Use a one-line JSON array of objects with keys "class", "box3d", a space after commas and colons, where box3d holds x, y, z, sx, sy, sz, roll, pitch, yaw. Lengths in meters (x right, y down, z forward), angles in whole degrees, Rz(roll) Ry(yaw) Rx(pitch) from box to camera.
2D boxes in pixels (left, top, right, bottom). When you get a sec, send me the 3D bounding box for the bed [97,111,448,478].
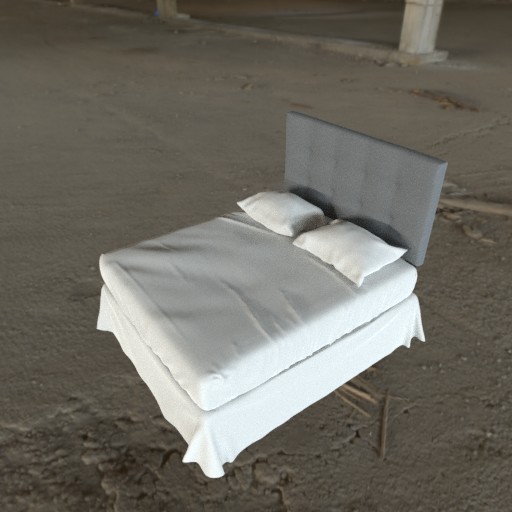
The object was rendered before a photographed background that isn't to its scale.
[{"class": "bed", "box3d": [0.000, 0.000, 3.448, 2.222, 1.577, 1.936, -22, 39, -30]}]
